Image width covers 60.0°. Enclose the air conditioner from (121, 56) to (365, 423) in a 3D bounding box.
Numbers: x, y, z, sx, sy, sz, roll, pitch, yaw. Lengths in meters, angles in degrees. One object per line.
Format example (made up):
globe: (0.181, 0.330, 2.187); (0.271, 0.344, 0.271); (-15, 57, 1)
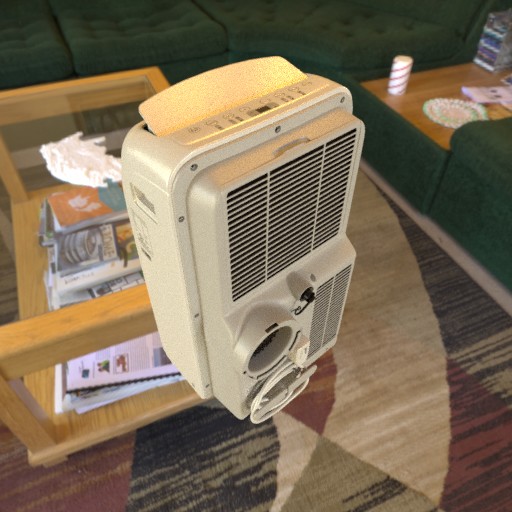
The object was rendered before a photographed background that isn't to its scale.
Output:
air conditioner: (0.000, 0.000, 1.052); (0.449, 0.786, 0.414); (-31, 53, -27)
